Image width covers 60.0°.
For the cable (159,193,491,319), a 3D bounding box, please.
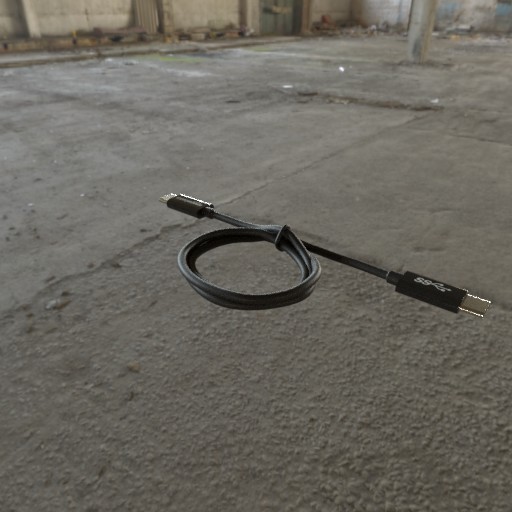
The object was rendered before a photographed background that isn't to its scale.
[{"bbox_3d":[0.000,0.000,0.202,0.186,0.014,0.070,21,36,33],"label":"cable"}]
